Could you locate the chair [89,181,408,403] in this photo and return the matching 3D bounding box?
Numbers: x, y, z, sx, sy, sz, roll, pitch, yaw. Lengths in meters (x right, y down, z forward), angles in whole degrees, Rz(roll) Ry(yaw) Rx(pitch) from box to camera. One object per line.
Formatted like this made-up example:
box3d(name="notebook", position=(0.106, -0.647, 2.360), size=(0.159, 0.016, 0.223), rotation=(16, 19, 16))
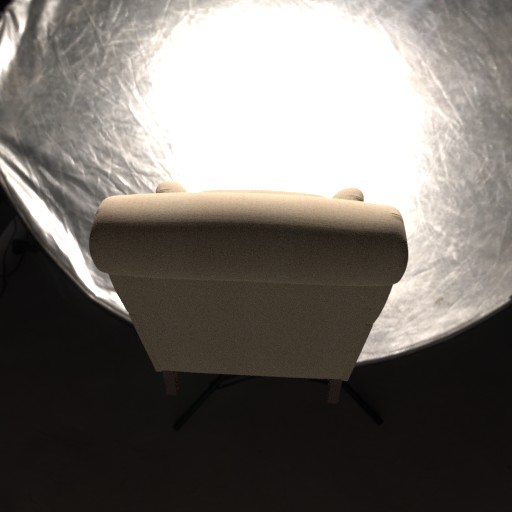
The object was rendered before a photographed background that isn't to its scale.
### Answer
box3d(name="chair", position=(0.000, 0.000, 1.562), size=(0.766, 0.944, 0.842), rotation=(2, 44, 2))
